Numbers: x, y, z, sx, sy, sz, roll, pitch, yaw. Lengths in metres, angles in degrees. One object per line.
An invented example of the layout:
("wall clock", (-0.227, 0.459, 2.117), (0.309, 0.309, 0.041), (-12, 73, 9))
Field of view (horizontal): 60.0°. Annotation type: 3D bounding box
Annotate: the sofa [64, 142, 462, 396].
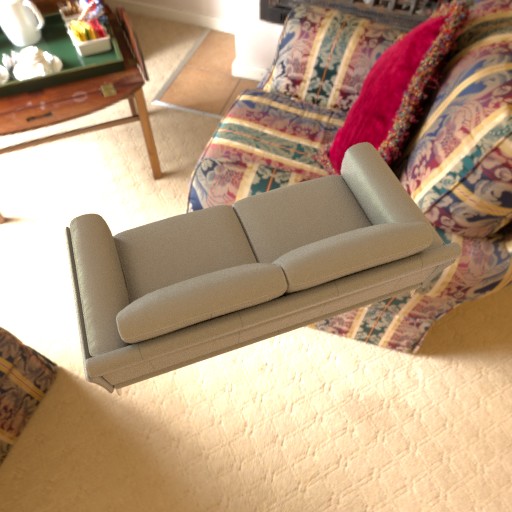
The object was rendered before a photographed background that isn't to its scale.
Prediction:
("sofa", (0.000, 0.000, 2.686), (2.101, 0.930, 1.049), (-17, 58, -11))
